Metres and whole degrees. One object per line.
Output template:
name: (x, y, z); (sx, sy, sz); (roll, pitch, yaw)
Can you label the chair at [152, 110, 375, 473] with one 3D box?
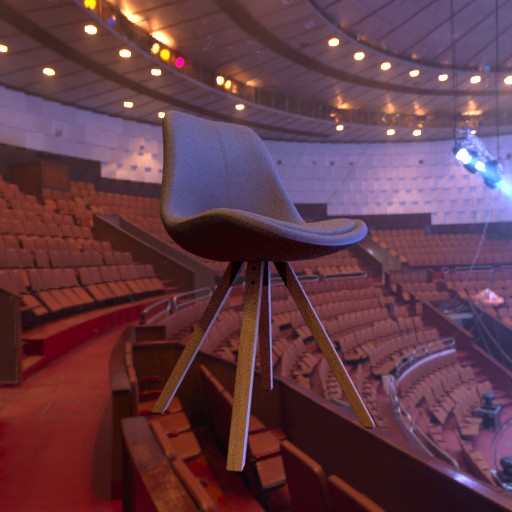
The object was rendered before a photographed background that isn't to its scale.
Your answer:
chair: (0.000, 0.000, 1.179); (0.483, 0.865, 0.547); (1, -1, -36)
